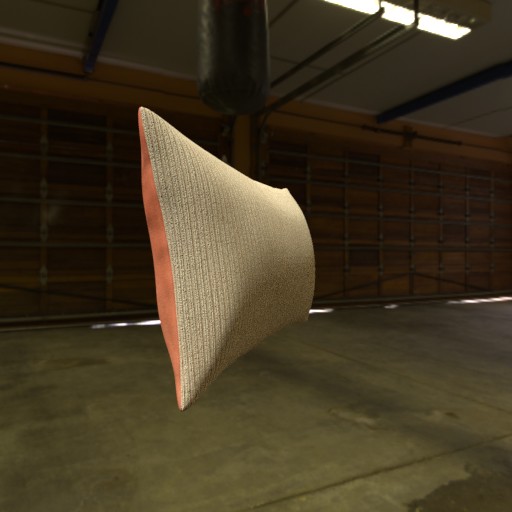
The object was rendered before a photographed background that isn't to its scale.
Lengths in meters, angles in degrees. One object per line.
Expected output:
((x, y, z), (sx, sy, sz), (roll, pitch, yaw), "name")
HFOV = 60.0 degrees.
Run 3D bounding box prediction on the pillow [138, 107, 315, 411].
((0.000, 0.000, 0.731), (0.155, 0.307, 0.608), (0, 0, 18), "pillow")
